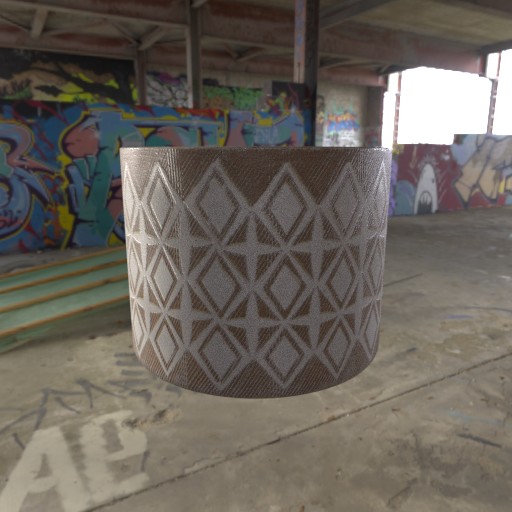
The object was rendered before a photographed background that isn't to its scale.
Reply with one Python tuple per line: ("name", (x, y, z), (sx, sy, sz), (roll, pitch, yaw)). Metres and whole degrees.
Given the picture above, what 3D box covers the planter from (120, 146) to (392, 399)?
("planter", (0.000, 0.000, 0.346), (0.193, 0.165, 0.193), (0, 13, 0))
